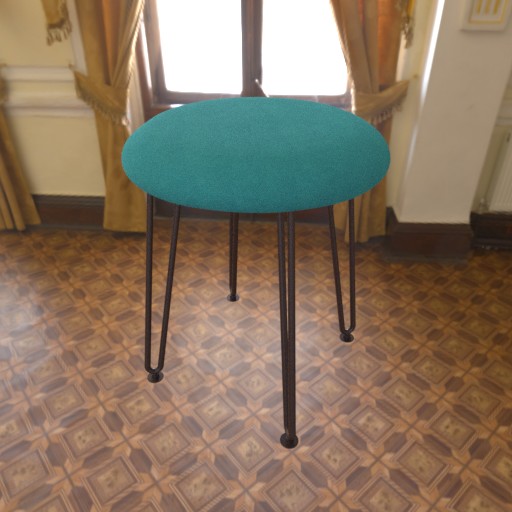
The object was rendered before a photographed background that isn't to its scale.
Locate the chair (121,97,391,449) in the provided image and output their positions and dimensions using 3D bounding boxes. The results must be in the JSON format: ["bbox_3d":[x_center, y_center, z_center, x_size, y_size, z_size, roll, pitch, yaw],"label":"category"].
[{"bbox_3d":[0.000,0.000,0.687,0.350,0.430,0.350,9,33,15],"label":"chair"}]
